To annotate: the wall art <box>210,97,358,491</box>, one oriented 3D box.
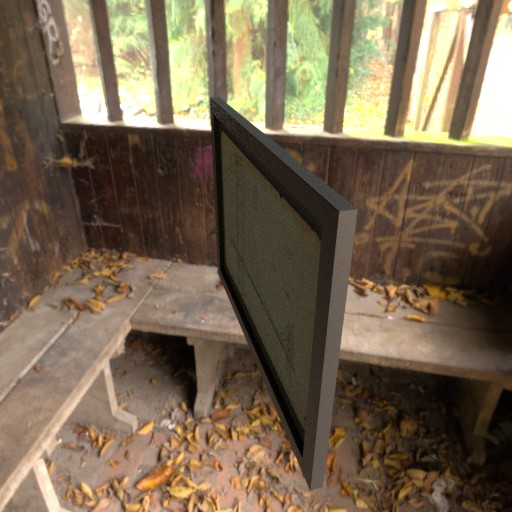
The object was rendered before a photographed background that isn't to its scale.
[{"bbox_3d":[0.000,0.000,0.552,0.016,0.306,0.432,-8,31,-14],"label":"wall art"}]
